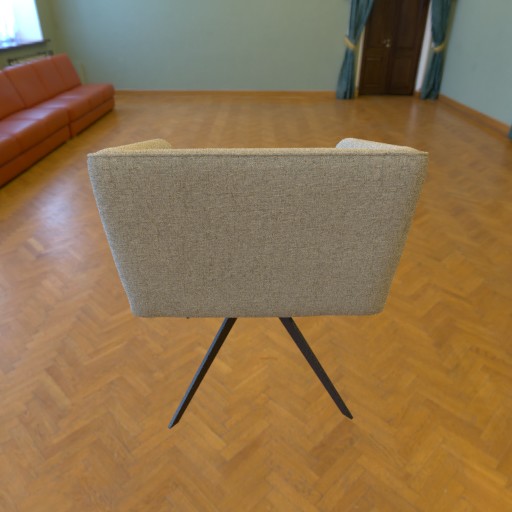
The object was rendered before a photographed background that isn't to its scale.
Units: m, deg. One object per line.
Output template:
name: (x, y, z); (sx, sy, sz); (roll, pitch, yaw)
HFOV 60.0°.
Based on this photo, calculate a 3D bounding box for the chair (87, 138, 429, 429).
chair: (0.000, 0.000, 1.227); (0.628, 0.760, 0.623); (-1, 29, -1)
